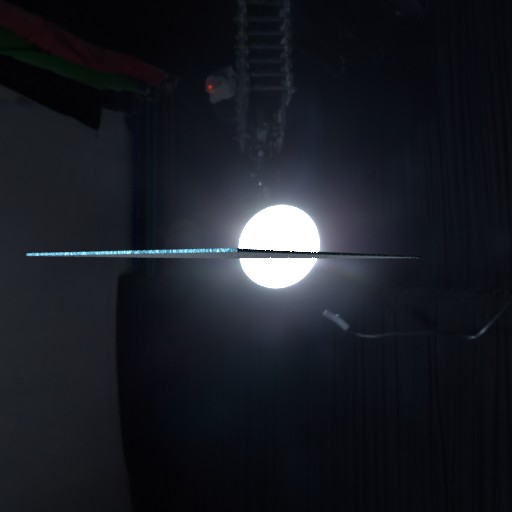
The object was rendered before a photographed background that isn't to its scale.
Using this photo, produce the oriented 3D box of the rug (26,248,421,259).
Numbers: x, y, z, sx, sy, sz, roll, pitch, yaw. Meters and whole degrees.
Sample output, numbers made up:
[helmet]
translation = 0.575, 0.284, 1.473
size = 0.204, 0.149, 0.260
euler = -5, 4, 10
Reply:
[rug]
translation = 0.000, 0.000, 2.933
size = 1.490, 0.015, 2.277
euler = -1, -1, 36
